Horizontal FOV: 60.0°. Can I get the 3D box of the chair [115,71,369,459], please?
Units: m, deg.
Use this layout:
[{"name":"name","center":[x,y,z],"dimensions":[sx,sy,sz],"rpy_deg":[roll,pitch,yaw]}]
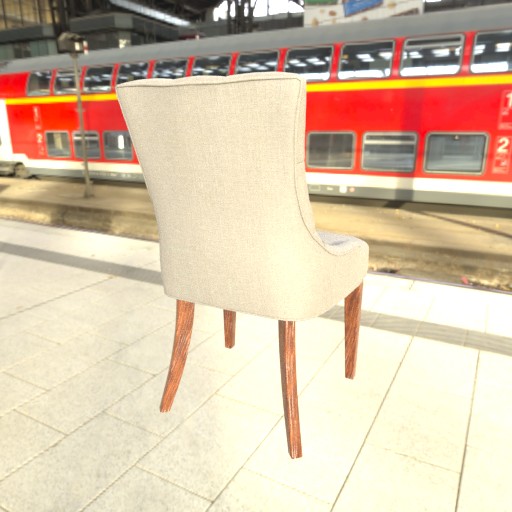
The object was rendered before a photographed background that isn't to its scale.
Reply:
[{"name":"chair","center":[0.000,0.000,1.210],"dimensions":[0.509,0.874,0.565],"rpy_deg":[8,18,26]}]
